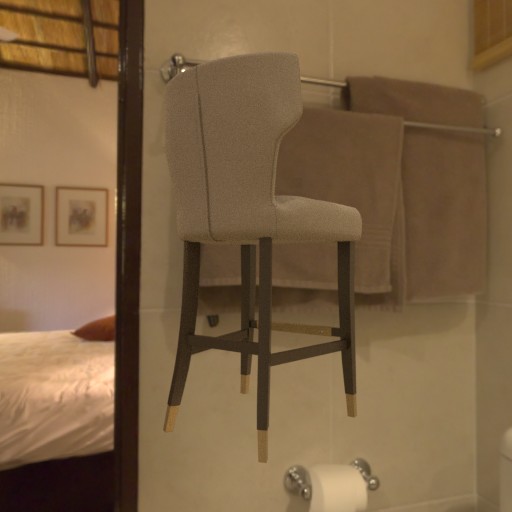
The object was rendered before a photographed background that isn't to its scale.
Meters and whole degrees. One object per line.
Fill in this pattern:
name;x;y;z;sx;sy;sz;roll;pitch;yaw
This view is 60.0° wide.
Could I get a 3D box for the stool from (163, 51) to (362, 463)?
stool;0.000;0.000;1.458;0.526;1.092;0.563;-1;-1;36
